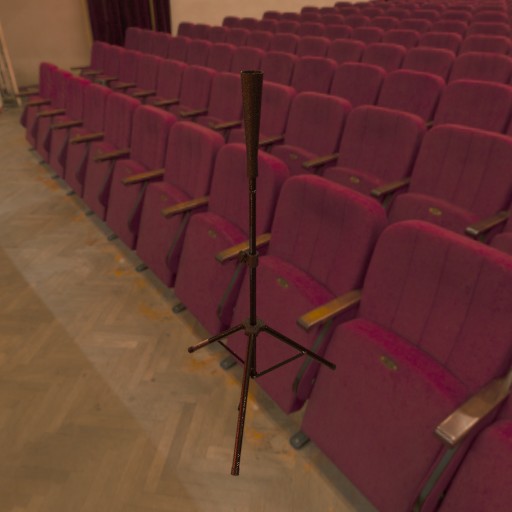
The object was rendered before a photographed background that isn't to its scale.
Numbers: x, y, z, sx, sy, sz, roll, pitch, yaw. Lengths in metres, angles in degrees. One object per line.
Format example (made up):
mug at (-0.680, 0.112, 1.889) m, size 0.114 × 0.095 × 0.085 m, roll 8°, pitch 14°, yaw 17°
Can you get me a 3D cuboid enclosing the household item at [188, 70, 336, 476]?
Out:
household item at (0.000, 0.000, 1.352) m, size 0.559 × 1.067 × 0.559 m, roll -20°, pitch 37°, yaw -30°
